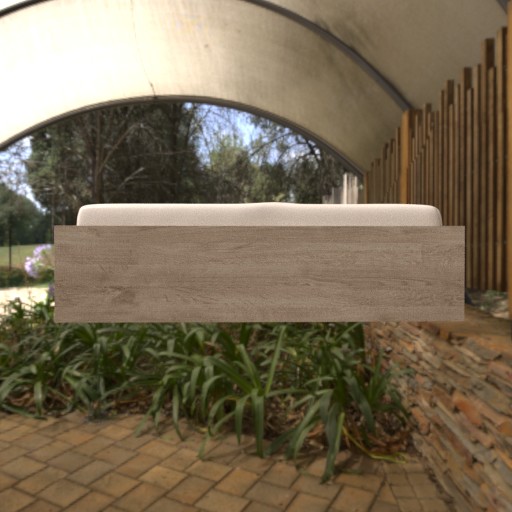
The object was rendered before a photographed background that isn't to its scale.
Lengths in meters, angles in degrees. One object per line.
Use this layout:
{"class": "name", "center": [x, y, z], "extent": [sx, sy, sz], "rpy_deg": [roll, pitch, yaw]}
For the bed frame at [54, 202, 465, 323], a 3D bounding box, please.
{"class": "bed frame", "center": [0.000, 0.000, 2.584], "extent": [1.490, 0.462, 1.950], "rpy_deg": [0, 1, -1]}
